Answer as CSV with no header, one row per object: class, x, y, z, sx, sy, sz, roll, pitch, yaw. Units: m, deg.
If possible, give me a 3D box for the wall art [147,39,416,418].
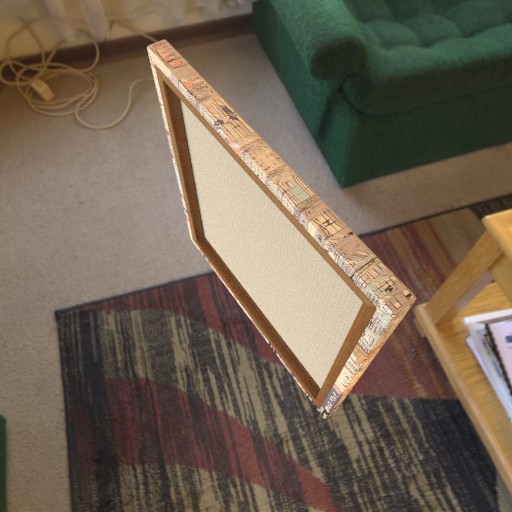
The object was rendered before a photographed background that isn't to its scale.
wall art,0.000,0.000,0.898,0.038,0.608,0.607,-31,64,-17
